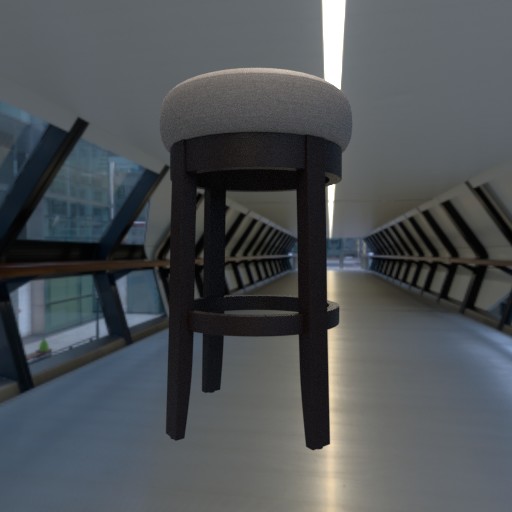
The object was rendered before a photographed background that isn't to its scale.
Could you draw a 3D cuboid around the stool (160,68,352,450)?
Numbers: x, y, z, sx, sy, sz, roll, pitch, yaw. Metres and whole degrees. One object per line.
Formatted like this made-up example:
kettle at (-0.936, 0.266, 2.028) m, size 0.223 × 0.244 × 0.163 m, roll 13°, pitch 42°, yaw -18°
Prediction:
stool at (0.000, 0.000, 1.047) m, size 0.443 × 0.757 × 0.443 m, roll 0°, pitch 1°, yaw 0°
